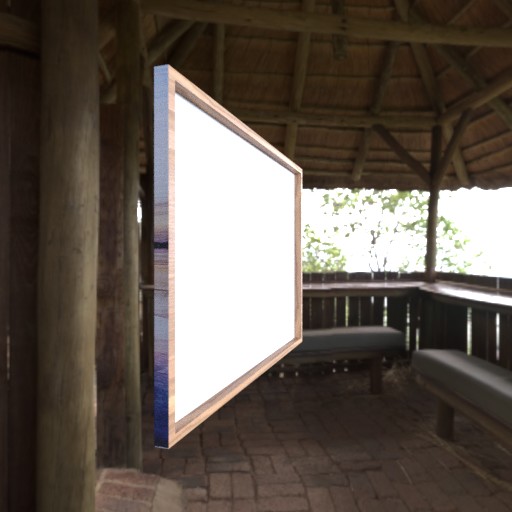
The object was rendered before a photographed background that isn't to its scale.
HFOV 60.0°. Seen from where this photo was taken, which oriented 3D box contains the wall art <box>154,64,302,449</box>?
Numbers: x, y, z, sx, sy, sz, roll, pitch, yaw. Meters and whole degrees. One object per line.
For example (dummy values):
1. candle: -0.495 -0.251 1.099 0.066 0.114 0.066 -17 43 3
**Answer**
1. wall art: 0.000 0.000 1.412 0.034 0.756 1.137 0 0 19
